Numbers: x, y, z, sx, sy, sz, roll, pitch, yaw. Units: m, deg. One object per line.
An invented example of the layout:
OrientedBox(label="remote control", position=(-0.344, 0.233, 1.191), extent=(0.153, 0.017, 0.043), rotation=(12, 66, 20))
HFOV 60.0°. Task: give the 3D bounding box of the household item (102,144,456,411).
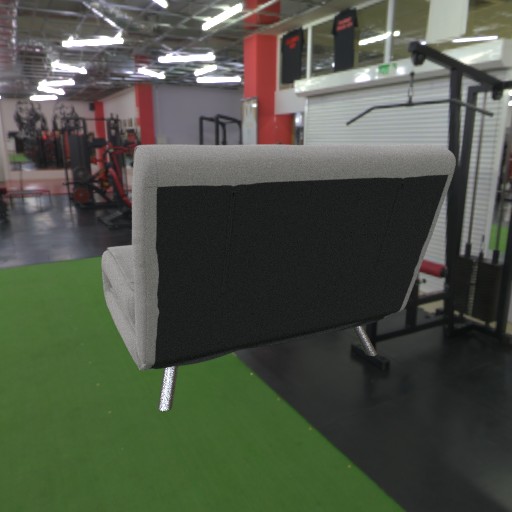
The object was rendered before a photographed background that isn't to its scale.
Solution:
OrientedBox(label="household item", position=(0.000, 0.000, 1.638), extent=(1.000, 0.800, 0.874), rotation=(-7, 16, -26))
